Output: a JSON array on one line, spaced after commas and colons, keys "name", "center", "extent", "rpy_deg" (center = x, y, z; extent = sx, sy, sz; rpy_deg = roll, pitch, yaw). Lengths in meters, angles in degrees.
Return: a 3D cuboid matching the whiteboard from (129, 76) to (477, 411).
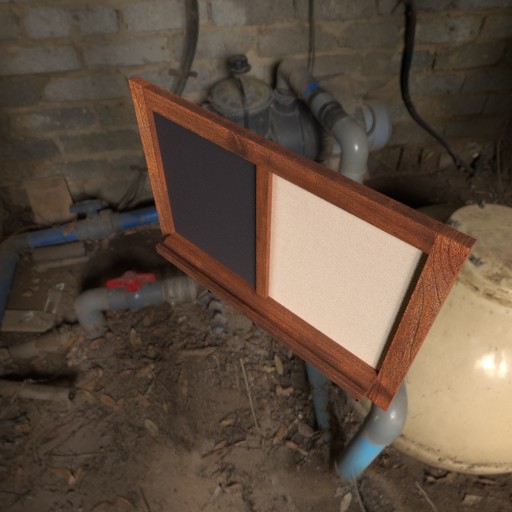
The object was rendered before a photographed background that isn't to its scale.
[{"name": "whiteboard", "center": [0.000, 0.000, 0.989], "extent": [0.768, 0.553, 0.083], "rpy_deg": [33, 55, 26]}]
